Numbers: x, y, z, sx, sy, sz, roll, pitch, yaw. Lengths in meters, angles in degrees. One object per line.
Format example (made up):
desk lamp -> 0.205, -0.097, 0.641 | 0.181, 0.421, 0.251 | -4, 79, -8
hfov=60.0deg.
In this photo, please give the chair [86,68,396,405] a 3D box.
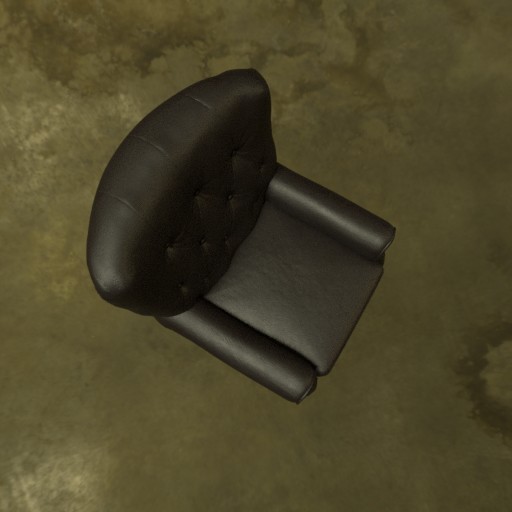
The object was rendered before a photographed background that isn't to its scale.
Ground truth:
chair -> 0.000, 0.000, 1.924 | 1.058, 1.158, 0.948 | 30, 78, 7
